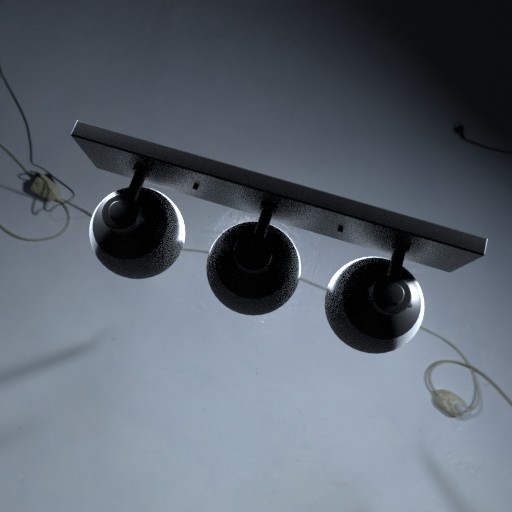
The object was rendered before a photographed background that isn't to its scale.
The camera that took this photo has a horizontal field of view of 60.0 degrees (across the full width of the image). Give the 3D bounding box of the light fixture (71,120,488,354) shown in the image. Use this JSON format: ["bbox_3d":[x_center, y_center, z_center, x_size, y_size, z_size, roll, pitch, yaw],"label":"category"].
[{"bbox_3d":[0.000,0.000,0.846,0.721,0.263,0.218,17,76,4],"label":"light fixture"}]
